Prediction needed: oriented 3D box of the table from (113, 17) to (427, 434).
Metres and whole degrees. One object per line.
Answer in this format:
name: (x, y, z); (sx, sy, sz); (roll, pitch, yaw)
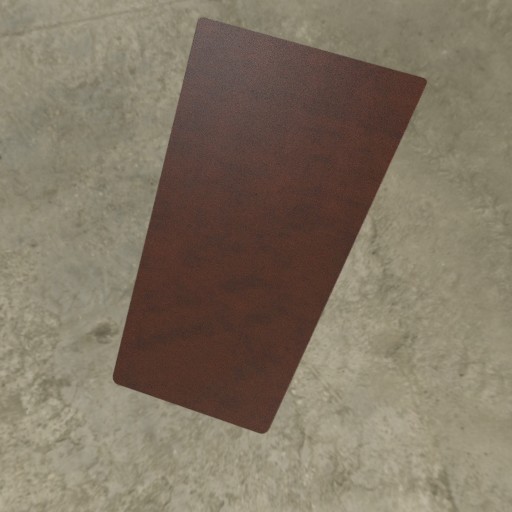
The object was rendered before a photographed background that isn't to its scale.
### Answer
table: (0.000, 0.000, 0.958); (0.399, 0.589, 0.605); (17, 77, 4)
